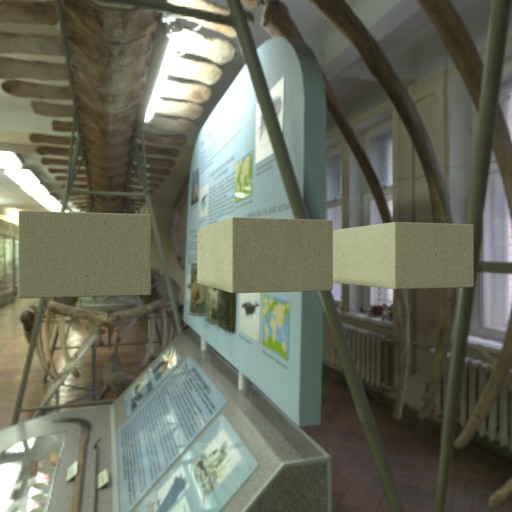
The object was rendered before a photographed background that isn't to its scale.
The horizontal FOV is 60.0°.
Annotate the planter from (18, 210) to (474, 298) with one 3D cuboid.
[{"bbox_3d":[0.000,0.000,0.370,0.333,0.051,0.127,0,0,-18],"label":"planter"}]
